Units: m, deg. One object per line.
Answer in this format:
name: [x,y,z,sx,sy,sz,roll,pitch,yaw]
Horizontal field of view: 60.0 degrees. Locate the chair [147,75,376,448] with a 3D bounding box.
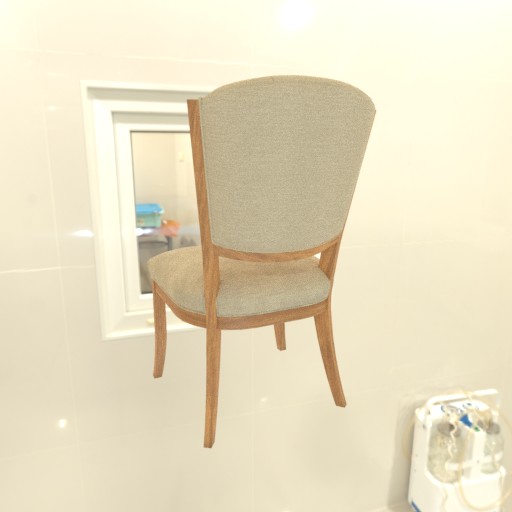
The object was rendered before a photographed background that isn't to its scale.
chair: [0.000,0.000,1.284,0.513,0.905,0.584,-6,14,-25]
